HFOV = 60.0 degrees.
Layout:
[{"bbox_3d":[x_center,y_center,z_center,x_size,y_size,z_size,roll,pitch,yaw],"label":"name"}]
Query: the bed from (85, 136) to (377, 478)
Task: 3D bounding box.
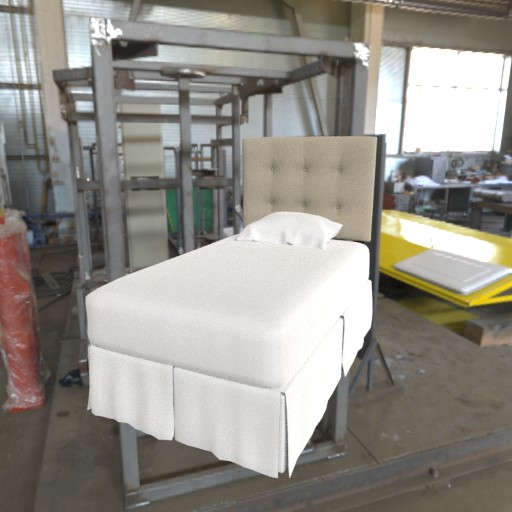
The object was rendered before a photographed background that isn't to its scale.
[{"bbox_3d":[0.000,0.000,2.960,1.261,1.571,1.997,7,15,25],"label":"bed"}]
